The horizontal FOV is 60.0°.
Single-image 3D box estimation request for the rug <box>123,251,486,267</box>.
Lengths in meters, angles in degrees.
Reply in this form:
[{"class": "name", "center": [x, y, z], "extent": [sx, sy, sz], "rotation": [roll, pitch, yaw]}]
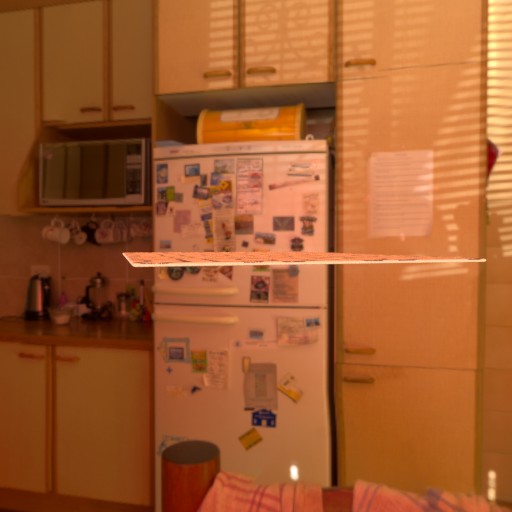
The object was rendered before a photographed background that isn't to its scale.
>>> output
[{"class": "rug", "center": [0.000, 0.000, 3.914], "extent": [2.211, 0.021, 2.910], "rotation": [0, 2, -18]}]
